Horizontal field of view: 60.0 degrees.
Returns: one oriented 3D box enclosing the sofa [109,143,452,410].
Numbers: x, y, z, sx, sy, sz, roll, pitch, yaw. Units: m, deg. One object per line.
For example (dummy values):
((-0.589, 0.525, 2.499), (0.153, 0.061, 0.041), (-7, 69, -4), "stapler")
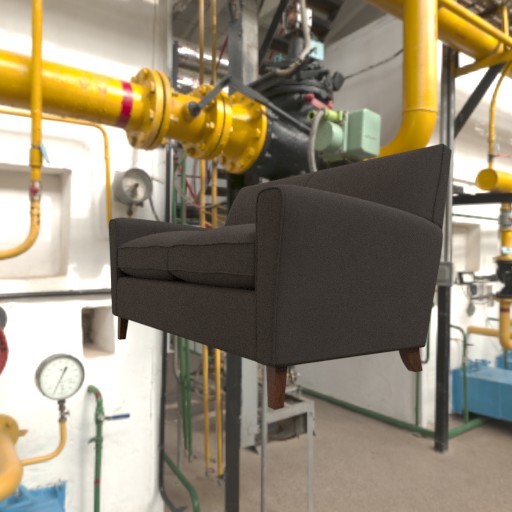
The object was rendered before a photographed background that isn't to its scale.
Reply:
((0.000, 0.000, 1.974), (0.871, 0.846, 1.420), (0, 0, -36), "sofa")
